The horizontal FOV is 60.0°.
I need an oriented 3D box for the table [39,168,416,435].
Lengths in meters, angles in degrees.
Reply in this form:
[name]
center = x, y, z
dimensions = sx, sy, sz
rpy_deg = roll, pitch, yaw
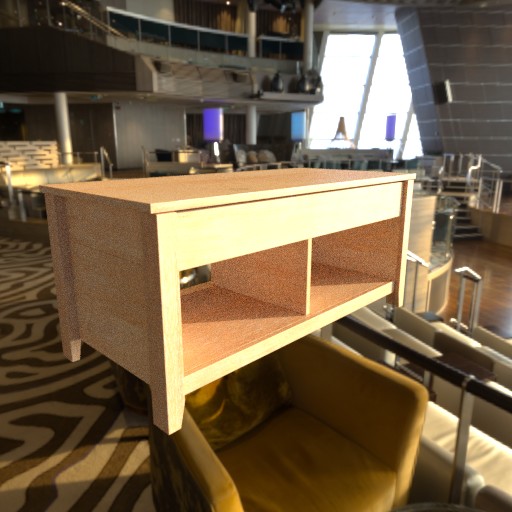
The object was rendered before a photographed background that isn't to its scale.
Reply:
[table]
center = 0.000, 0.000, 1.322
dimensions = 0.483, 0.457, 1.016
rpy_deg = 14, 20, 42
